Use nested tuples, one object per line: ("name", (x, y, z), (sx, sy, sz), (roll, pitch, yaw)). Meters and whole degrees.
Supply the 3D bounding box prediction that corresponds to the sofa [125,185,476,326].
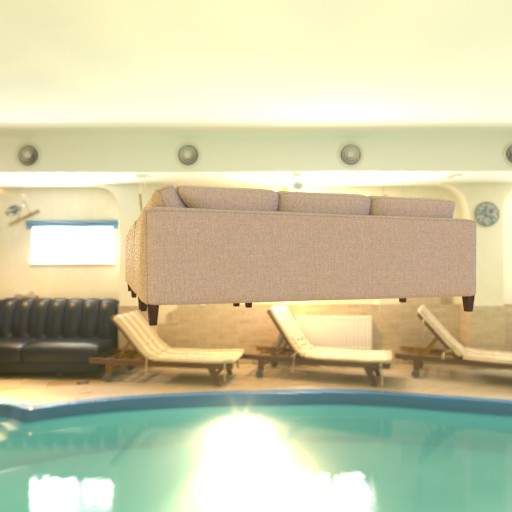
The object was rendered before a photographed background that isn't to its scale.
("sofa", (0.000, 0.000, 4.628), (2.551, 0.889, 3.403), (0, -1, -18))
